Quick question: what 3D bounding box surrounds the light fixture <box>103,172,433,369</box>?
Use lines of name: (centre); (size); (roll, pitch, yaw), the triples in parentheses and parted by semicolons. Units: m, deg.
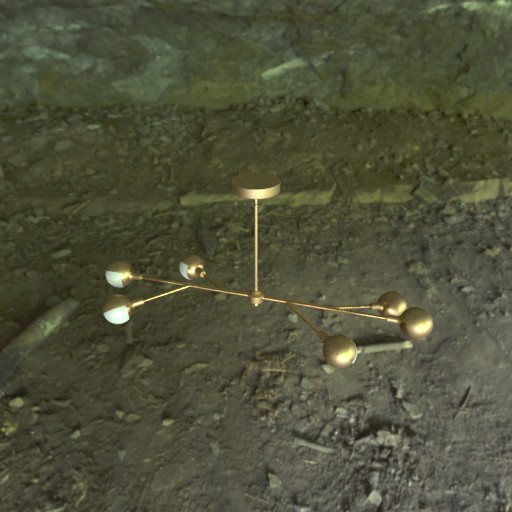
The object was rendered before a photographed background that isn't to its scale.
light fixture: (0.000, 0.000, 1.009); (0.778, 0.362, 0.434); (17, 35, 27)
